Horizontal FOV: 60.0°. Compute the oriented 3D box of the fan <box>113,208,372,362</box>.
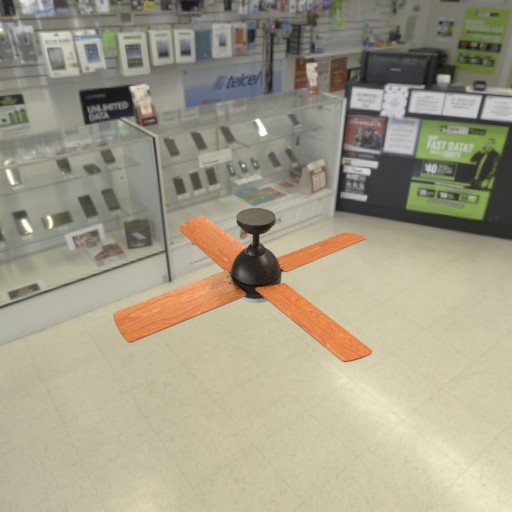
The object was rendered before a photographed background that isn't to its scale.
[{"bbox_3d":[0.000,0.000,2.023,1.332,0.403,1.332,-20,37,-29],"label":"fan"}]
